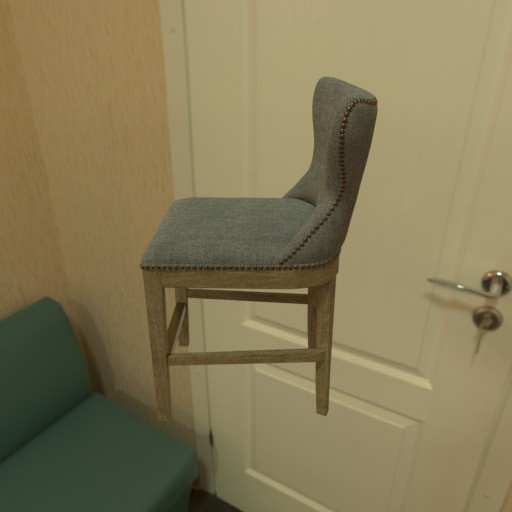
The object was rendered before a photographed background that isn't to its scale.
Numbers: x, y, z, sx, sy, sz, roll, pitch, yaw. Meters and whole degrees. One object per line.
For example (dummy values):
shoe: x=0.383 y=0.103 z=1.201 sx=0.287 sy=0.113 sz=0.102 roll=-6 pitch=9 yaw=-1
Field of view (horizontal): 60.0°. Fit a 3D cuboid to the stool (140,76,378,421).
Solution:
stool: x=0.000 y=0.000 z=1.349 sx=0.608 sy=0.981 sz=0.498 roll=0 pitch=27 yaw=1
